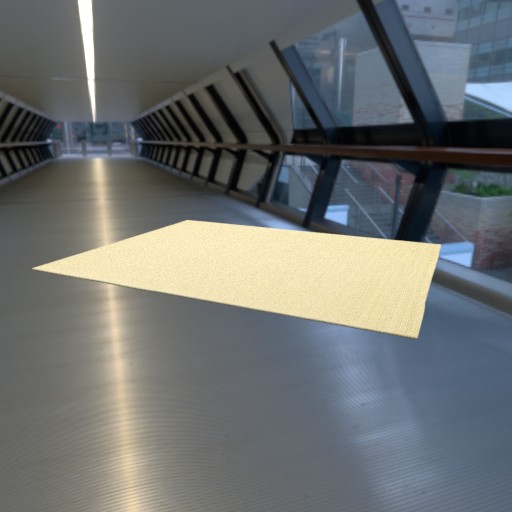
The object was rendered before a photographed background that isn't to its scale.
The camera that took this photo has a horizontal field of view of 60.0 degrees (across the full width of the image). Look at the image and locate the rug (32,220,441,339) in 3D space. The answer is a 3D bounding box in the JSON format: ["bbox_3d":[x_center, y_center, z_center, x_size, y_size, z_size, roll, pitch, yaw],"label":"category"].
[{"bbox_3d":[0.000,0.000,4.281,3.204,0.016,2.452,7,17,24],"label":"rug"}]
